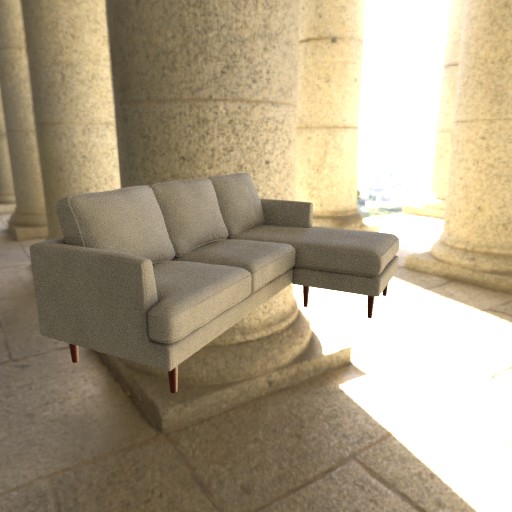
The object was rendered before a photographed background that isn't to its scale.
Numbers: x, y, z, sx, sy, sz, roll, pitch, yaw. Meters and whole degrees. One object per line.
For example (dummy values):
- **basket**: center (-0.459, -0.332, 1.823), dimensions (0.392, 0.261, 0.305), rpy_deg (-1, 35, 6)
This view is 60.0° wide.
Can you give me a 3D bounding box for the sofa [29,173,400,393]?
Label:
- **sofa**: center (0.000, 0.000, 2.948), dimensions (1.504, 0.956, 2.233), rpy_deg (7, 16, 26)
